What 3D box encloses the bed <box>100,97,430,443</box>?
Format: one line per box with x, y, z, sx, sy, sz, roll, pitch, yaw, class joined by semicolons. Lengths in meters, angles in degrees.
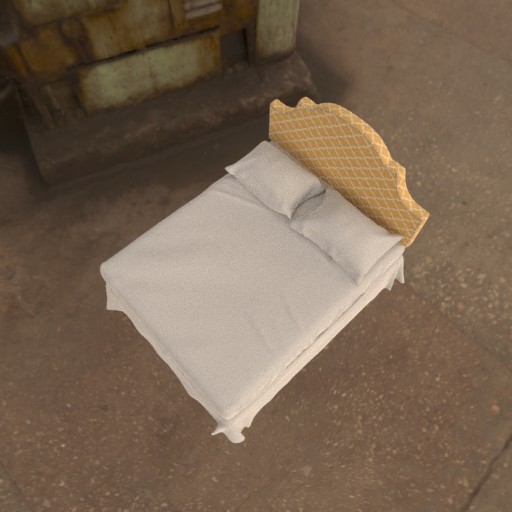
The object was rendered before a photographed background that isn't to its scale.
0.000;0.000;3.495;2.222;1.633;1.780;-40;69;-19;bed
